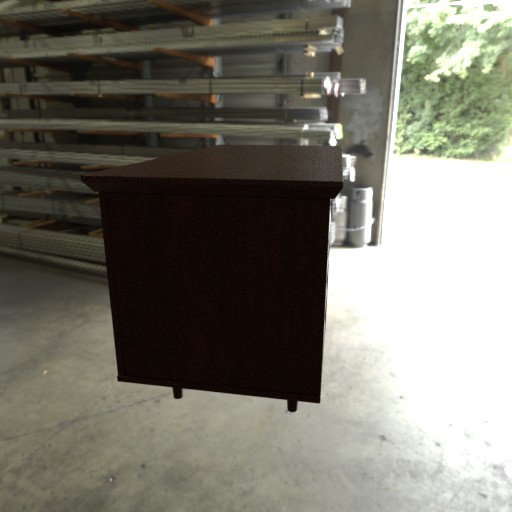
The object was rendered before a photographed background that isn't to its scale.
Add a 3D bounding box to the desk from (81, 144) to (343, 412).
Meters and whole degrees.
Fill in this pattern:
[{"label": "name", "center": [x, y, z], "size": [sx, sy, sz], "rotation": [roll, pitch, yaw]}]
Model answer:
[{"label": "desk", "center": [0.000, 0.000, 1.709], "size": [0.612, 0.758, 1.277], "rotation": [3, 18, 10]}]
